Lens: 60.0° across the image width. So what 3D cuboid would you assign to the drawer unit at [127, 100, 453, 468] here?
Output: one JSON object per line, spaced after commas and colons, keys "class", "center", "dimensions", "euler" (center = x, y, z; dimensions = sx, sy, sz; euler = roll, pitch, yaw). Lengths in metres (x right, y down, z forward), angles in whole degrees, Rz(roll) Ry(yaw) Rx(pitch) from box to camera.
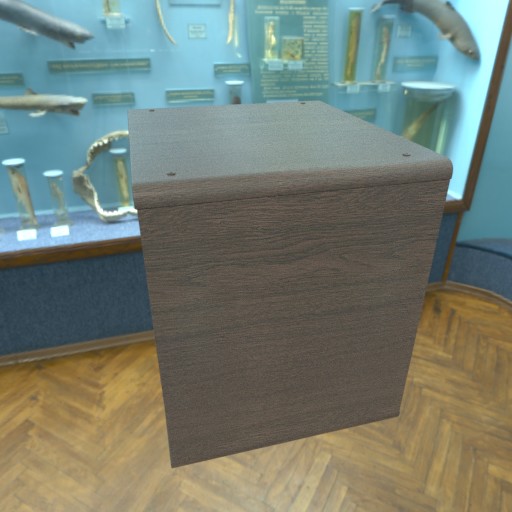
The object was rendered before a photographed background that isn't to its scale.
{"class": "drawer unit", "center": [0.000, 0.000, 0.603], "dimensions": [0.290, 0.344, 0.344], "euler": [-7, 30, -13]}
